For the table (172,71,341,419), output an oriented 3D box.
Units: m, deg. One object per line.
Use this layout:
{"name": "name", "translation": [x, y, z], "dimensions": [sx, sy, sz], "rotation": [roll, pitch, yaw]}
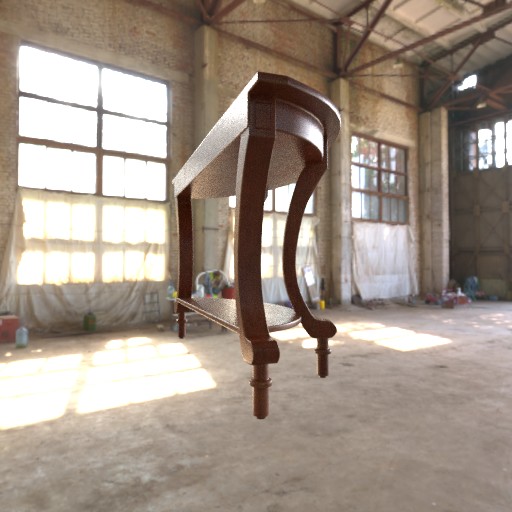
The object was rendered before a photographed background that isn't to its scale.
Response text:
{"name": "table", "translation": [0.000, 0.000, 1.485], "dimensions": [0.394, 0.699, 1.198], "rotation": [0, -1, -19]}
